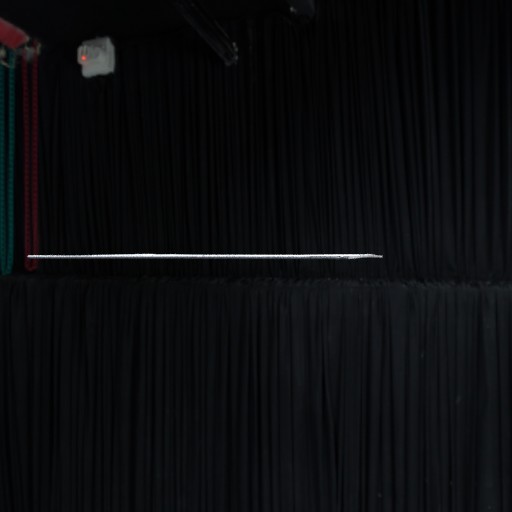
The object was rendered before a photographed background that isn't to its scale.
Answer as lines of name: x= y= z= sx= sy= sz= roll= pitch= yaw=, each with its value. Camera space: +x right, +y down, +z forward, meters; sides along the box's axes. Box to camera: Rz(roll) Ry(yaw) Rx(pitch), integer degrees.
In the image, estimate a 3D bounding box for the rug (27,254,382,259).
rug: x=0.000 y=0.000 z=2.248 sx=1.149 sy=0.021 sz=1.773 roll=0 pitch=0 yaw=19
